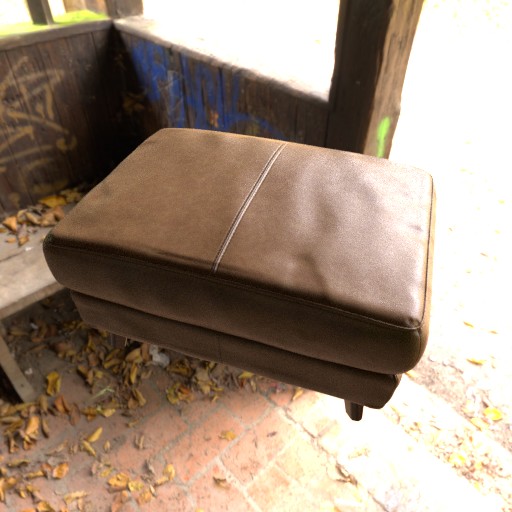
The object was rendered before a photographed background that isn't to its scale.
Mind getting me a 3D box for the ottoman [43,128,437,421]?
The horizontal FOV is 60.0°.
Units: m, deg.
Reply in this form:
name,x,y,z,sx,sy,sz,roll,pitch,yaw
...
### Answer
name,x,y,z,sx,sy,sz,roll,pitch,yaw
ottoman,0.000,0.000,1.207,0.869,0.461,0.630,13,43,14
